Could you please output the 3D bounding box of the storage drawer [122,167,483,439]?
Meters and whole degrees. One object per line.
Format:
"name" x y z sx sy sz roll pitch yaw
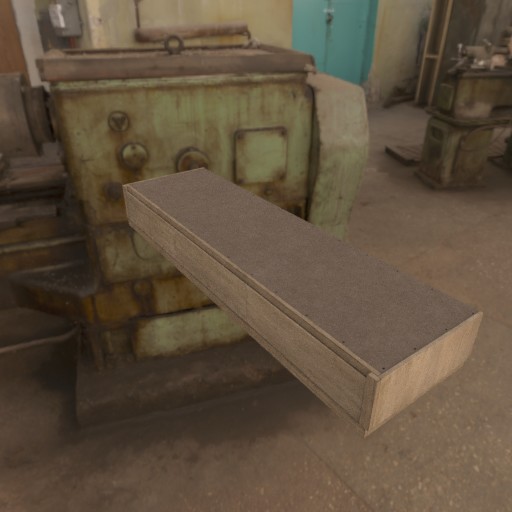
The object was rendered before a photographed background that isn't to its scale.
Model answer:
"storage drawer" 0.000 0.000 2.295 0.591 0.274 2.072 -20 35 -31
